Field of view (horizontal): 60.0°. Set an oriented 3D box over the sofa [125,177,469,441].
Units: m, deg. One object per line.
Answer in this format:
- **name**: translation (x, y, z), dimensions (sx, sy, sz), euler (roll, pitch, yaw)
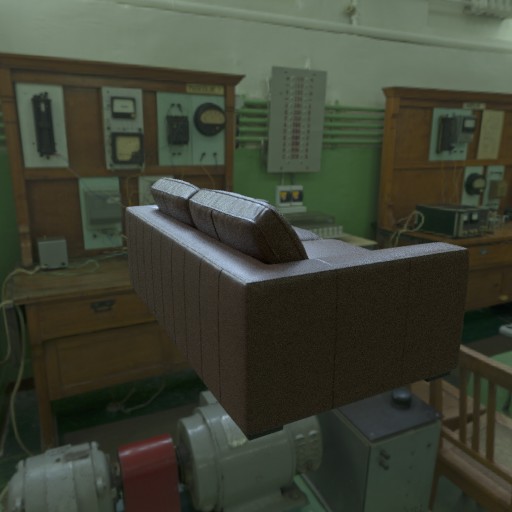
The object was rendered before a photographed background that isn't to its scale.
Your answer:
- **sofa**: translation (0.000, 0.000, 2.455), dimensions (1.070, 0.800, 1.920), euler (-7, 16, -26)
